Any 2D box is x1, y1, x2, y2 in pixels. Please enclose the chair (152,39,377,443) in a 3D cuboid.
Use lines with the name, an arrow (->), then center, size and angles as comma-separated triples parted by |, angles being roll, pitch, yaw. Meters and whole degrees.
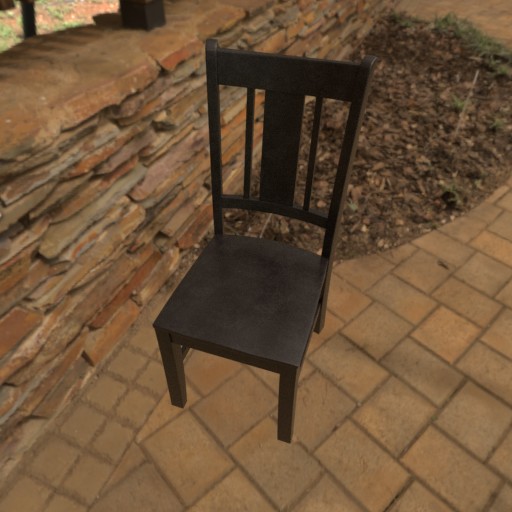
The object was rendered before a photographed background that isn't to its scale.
chair -> 0.000, 0.000, 1.283 | 0.450, 0.998, 0.555 | 13, 43, 14
